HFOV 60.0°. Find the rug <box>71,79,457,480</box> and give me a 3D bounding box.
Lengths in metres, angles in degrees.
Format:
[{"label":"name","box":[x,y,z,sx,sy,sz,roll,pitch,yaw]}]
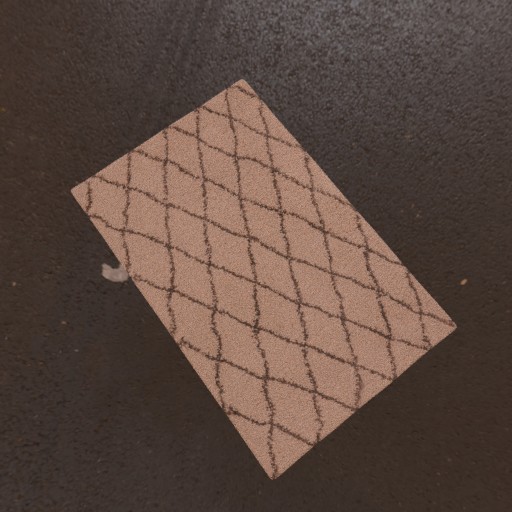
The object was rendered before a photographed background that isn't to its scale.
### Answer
[{"label":"rug","box":[0.000,0.000,3.518,1.778,0.030,2.743,-36,78,-9]}]
